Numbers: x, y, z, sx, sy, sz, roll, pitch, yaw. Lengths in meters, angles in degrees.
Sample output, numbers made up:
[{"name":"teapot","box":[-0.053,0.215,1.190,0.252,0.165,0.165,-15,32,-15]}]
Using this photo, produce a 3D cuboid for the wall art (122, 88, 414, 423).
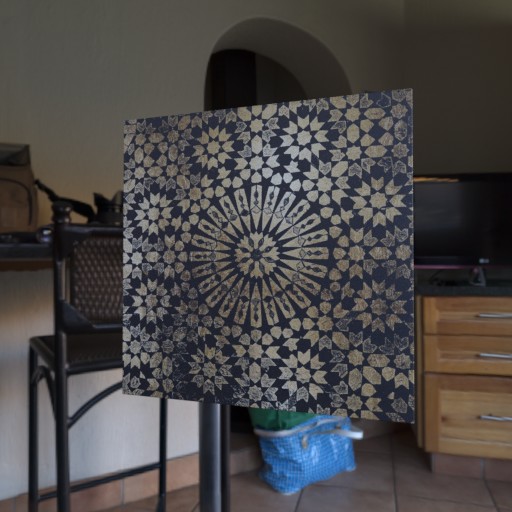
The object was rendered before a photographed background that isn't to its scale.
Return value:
[{"name":"wall art","box":[0.000,0.000,0.915,0.612,0.612,0.038,0,-1,17]}]
